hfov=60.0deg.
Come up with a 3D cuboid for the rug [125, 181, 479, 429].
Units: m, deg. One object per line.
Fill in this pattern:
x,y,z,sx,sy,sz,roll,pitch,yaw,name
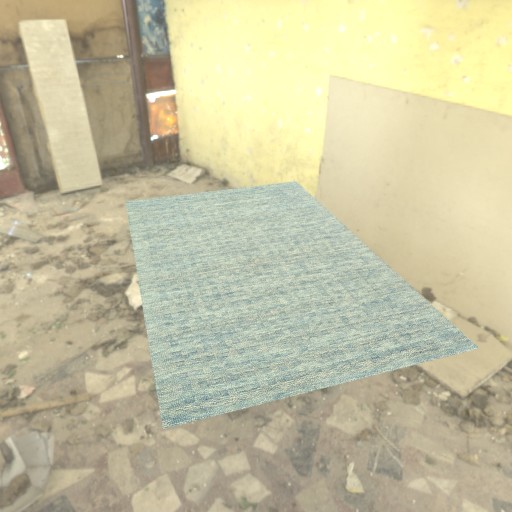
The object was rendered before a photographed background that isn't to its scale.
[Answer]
0.000,0.000,2.184,1.142,0.006,1.752,-9,32,-15,rug
